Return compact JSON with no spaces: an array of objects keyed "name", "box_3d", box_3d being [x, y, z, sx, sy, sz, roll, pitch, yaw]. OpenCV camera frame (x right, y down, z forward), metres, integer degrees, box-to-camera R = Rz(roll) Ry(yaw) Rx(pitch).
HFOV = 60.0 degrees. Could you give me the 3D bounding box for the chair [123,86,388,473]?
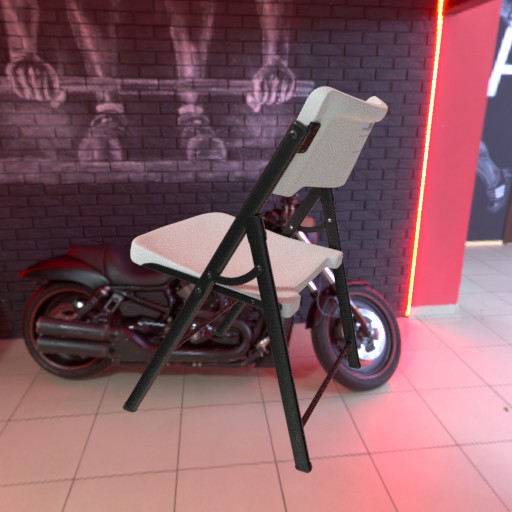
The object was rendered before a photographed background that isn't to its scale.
[{"name":"chair","box_3d":[0.000,0.000,1.117,0.577,0.765,0.482,8,19,24]}]
